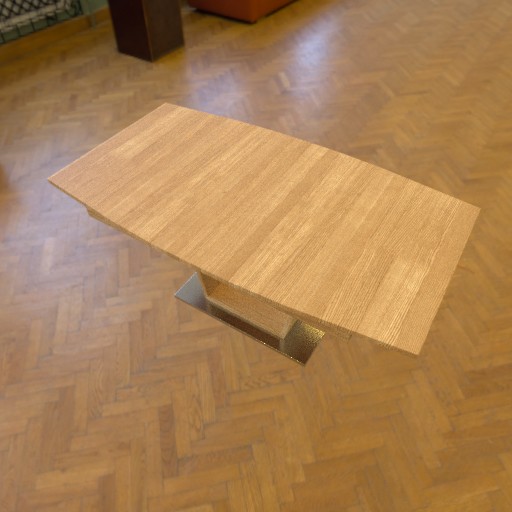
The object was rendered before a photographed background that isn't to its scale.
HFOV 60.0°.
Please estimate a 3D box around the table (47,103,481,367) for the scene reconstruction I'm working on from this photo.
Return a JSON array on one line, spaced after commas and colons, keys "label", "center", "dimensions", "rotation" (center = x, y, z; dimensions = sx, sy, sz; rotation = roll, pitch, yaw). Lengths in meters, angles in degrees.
[{"label": "table", "center": [0.000, 0.000, 2.075], "dimensions": [1.598, 0.748, 0.900], "rotation": [24, 51, 21]}]
